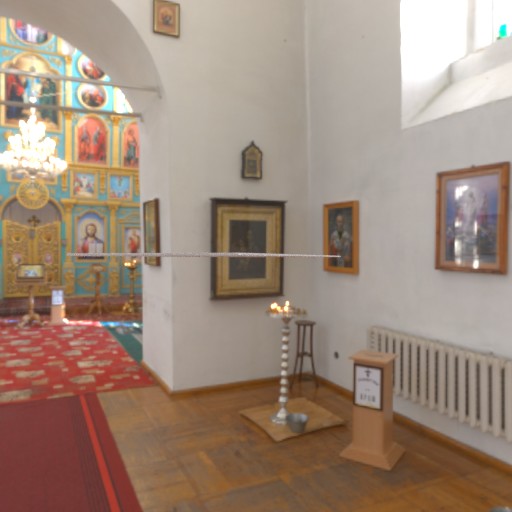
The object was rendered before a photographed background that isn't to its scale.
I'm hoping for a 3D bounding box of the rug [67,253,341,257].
[{"bbox_3d":[0.000,0.000,2.559,0.666,0.011,2.294,0,0,19],"label":"rug"}]
